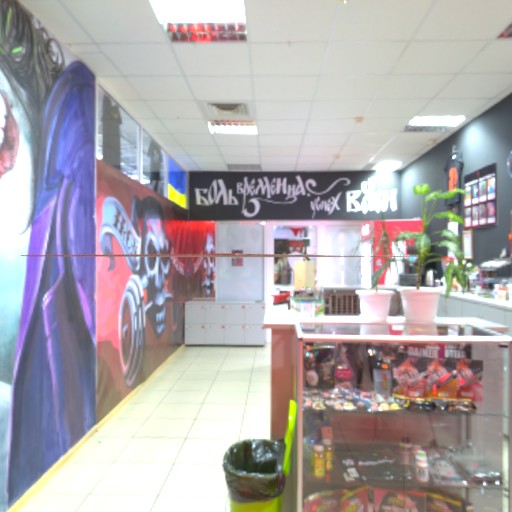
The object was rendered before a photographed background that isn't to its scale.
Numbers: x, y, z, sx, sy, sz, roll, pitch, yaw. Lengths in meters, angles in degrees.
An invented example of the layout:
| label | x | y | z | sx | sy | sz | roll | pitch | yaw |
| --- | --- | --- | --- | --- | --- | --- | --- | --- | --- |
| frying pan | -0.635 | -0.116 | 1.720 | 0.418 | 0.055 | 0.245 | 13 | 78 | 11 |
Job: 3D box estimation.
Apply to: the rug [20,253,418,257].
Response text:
| label | x | y | z | sx | sy | sz | roll | pitch | yaw |
| --- | --- | --- | --- | --- | --- | --- | --- | --- | --- |
| rug | 0.000 | 0.000 | 3.046 | 1.522 | 0.012 | 2.440 | 0 | 0 | 35 |
